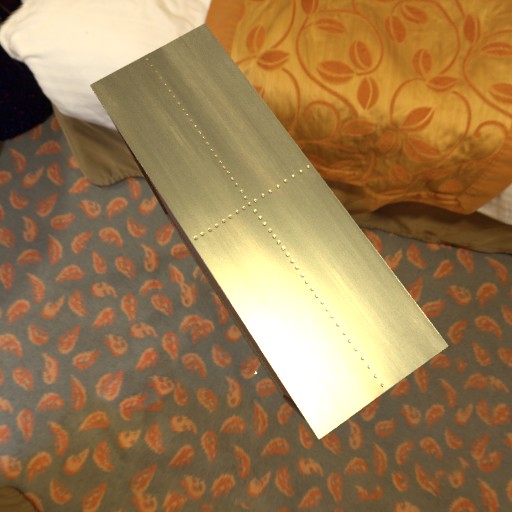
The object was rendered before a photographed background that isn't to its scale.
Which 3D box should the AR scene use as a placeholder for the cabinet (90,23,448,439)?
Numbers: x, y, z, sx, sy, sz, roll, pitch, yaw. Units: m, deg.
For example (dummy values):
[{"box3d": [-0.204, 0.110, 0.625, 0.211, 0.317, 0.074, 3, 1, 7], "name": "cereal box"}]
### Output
[{"box3d": [0.000, 0.000, 1.448, 0.338, 0.919, 0.968, -32, 78, -8], "name": "cabinet"}]
